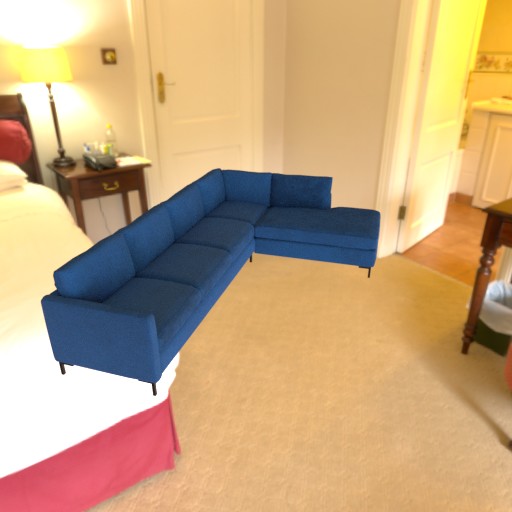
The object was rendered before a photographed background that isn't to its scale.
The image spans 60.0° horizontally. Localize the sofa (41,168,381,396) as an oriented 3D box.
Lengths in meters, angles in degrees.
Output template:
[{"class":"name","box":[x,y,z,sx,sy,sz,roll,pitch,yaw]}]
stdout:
[{"class":"sofa","box":[0.000,0.000,3.285,1.707,0.687,2.486,7,26,15]}]
